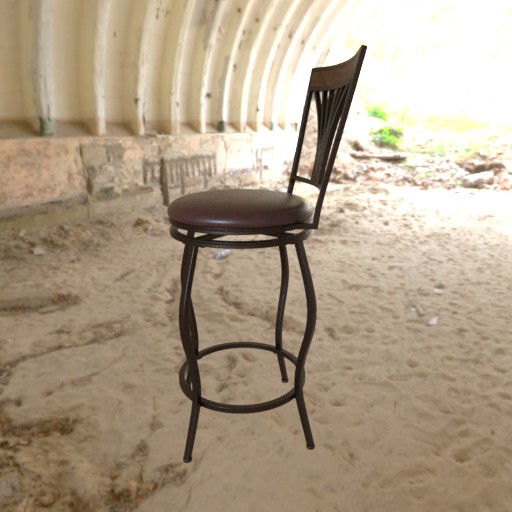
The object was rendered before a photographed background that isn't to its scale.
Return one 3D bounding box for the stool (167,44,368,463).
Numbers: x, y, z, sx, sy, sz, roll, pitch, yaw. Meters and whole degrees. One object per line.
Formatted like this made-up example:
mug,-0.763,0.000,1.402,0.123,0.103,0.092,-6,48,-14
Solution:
stool,0.000,0.000,1.347,0.514,1.117,0.433,-2,16,-8
